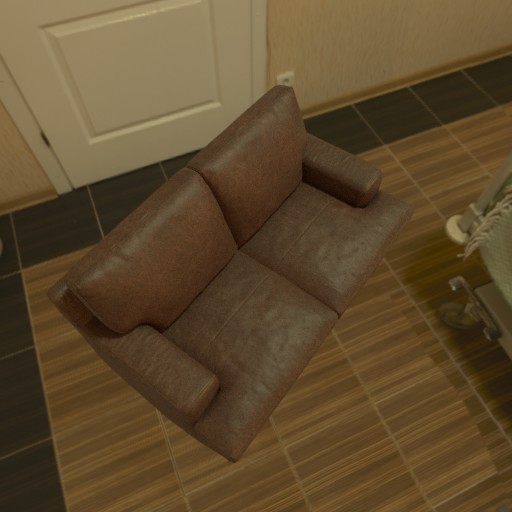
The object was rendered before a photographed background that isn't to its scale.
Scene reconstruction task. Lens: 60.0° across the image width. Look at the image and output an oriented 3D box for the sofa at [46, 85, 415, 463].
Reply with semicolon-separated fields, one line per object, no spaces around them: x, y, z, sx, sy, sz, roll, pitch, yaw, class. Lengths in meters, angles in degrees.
0.000;0.000;2.510;1.143;0.939;1.880;33;65;18;sofa
